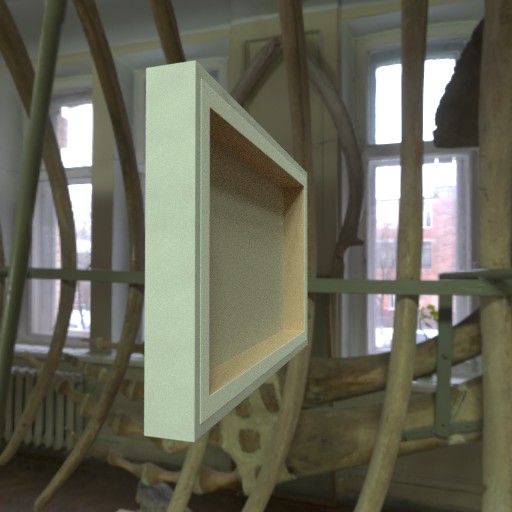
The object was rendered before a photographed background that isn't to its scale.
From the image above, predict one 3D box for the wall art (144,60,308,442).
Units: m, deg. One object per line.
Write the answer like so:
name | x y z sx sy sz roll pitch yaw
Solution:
wall art | 0.000 0.000 0.481 0.038 0.254 0.381 0 -1 18
